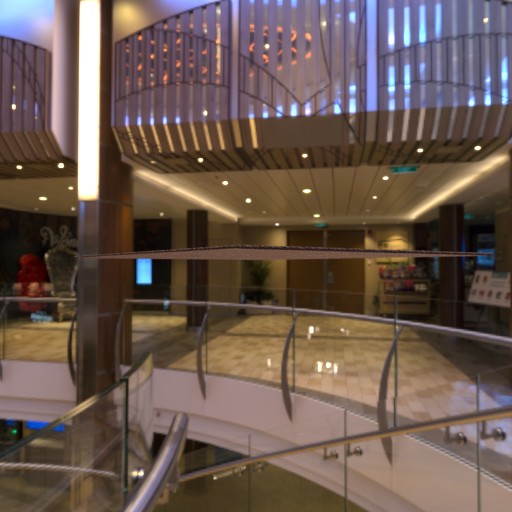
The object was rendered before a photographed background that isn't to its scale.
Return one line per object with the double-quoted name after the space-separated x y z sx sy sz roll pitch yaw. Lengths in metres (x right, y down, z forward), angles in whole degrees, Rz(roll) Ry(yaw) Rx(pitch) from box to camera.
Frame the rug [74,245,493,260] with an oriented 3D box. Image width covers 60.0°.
0.000 0.000 3.996 2.411 0.020 3.032 1 -2 -36 "rug"
